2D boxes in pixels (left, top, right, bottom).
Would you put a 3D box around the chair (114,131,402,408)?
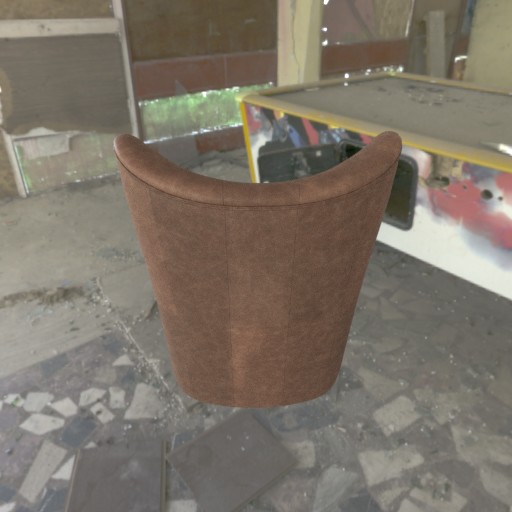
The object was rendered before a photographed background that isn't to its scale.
[{"bbox_3d":[0.000,0.000,1.734,0.831,1.079,0.930,-1,30,-2],"label":"chair"}]
